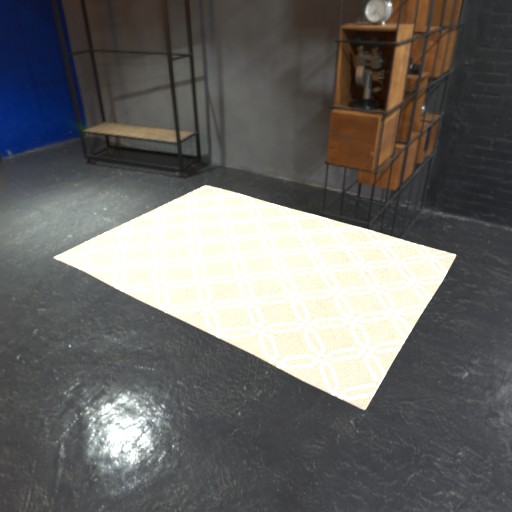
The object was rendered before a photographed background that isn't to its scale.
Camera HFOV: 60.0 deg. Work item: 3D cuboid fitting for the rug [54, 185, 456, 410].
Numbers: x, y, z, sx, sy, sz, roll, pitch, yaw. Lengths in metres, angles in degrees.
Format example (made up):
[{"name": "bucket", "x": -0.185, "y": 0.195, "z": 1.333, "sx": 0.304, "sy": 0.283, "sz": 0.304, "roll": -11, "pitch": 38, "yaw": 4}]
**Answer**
[{"name": "rug", "x": 0.000, "y": 0.000, "z": 2.861, "sx": 2.135, "sy": 0.013, "sz": 1.524, "roll": 20, "pitch": 36, "yaw": 29}]
